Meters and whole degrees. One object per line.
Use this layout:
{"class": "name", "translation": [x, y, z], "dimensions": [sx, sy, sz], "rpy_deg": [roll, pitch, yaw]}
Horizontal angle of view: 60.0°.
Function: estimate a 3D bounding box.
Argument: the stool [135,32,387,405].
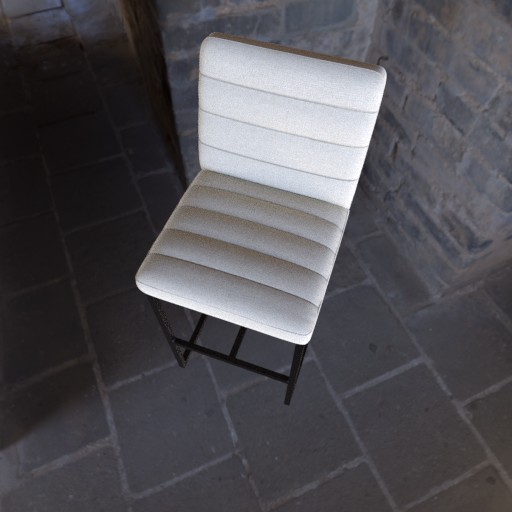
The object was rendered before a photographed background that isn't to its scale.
{"class": "stool", "translation": [0.000, 0.000, 1.338], "dimensions": [0.460, 1.040, 0.560], "rpy_deg": [17, 59, 10]}
